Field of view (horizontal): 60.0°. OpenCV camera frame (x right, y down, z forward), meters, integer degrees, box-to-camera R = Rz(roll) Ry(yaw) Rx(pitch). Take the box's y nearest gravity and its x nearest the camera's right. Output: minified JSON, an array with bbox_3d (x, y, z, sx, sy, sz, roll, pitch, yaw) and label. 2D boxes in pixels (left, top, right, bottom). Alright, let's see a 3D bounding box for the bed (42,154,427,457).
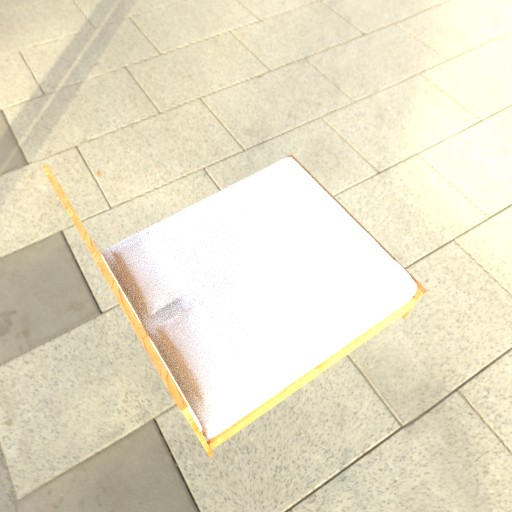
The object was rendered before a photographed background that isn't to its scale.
[{"bbox_3d":[0.000,0.000,3.624,2.201,1.686,1.936,-30,63,-17],"label":"bed"}]
